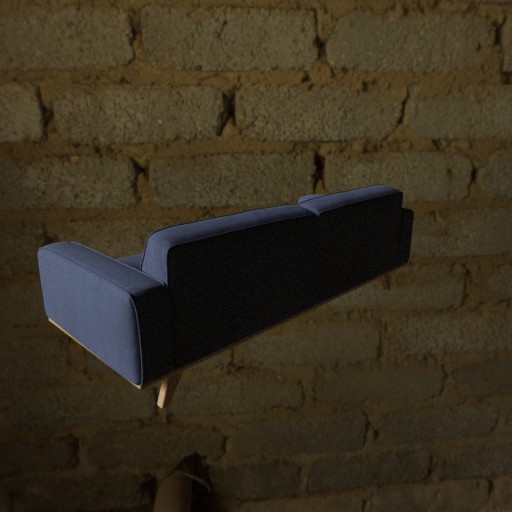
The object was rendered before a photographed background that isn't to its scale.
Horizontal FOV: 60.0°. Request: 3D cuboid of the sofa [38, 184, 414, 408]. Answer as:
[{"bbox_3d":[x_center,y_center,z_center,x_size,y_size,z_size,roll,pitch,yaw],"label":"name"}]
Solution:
[{"bbox_3d":[0.000,0.000,2.752,2.270,0.782,0.953,-17,24,-42],"label":"sofa"}]
